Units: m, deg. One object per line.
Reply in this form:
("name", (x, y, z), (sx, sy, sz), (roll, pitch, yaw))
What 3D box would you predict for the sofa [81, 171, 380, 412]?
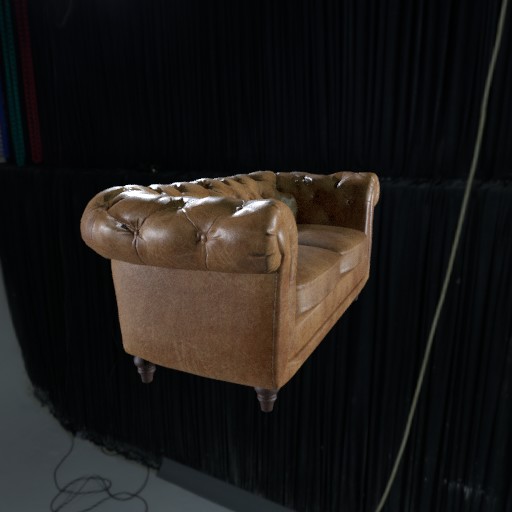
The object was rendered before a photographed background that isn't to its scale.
("sofa", (0.000, 0.000, 2.519), (1.042, 0.877, 1.979), (6, 15, 25))
